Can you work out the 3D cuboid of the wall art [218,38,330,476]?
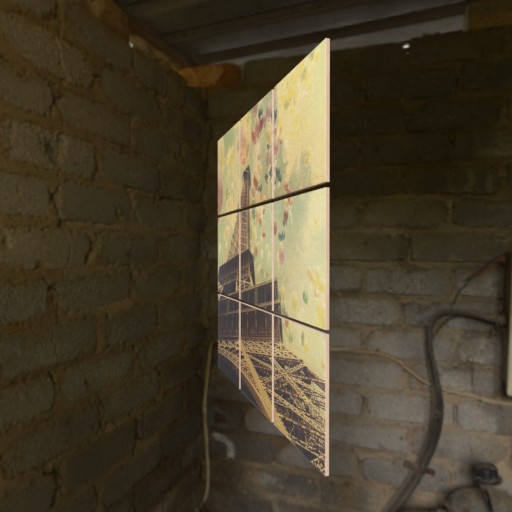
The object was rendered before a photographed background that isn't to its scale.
[{"bbox_3d":[0.000,0.000,1.809,0.013,1.218,1.219,0,1,-19],"label":"wall art"}]
